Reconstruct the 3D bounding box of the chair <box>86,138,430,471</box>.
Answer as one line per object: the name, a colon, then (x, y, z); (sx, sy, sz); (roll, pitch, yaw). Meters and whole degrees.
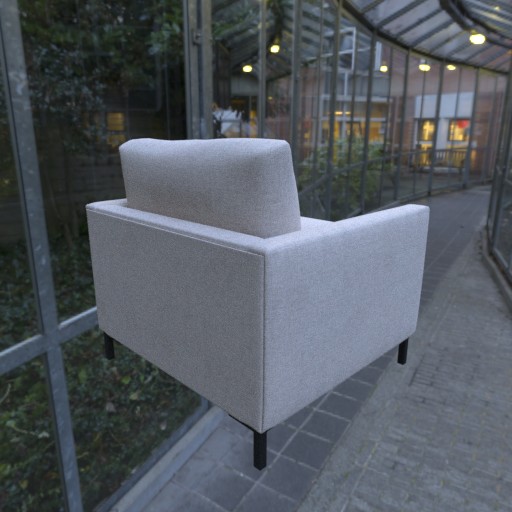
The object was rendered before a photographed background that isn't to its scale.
chair: (0.000, 0.000, 1.658); (0.866, 0.861, 0.963); (-15, 22, -43)
